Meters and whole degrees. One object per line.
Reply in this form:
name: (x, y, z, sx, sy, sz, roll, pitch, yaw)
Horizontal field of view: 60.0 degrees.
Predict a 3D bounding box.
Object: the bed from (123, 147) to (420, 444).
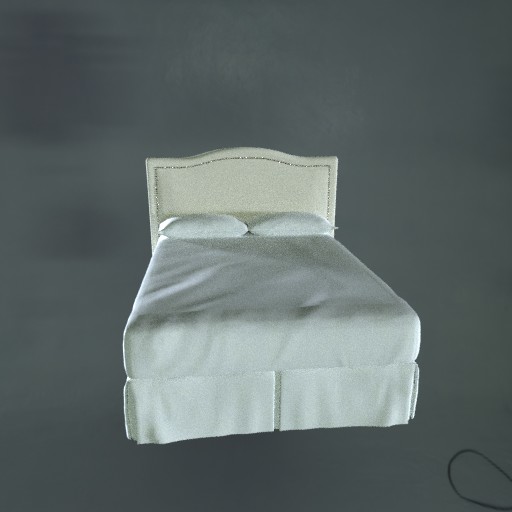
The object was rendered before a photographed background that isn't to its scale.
bed: (0.000, 0.000, 3.277, 1.753, 1.460, 2.143, -2, 17, -6)
